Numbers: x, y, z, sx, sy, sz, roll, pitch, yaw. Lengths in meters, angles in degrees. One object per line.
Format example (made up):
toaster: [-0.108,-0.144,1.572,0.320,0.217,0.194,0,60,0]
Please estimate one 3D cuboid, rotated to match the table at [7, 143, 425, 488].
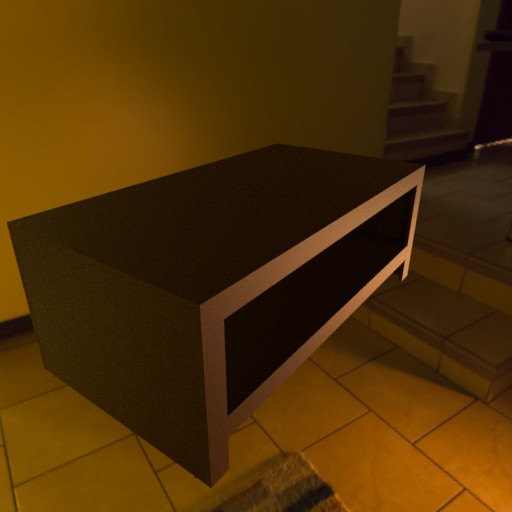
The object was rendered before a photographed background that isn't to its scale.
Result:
table: [0.000,0.000,1.336,0.597,0.424,1.099,18,31,32]
